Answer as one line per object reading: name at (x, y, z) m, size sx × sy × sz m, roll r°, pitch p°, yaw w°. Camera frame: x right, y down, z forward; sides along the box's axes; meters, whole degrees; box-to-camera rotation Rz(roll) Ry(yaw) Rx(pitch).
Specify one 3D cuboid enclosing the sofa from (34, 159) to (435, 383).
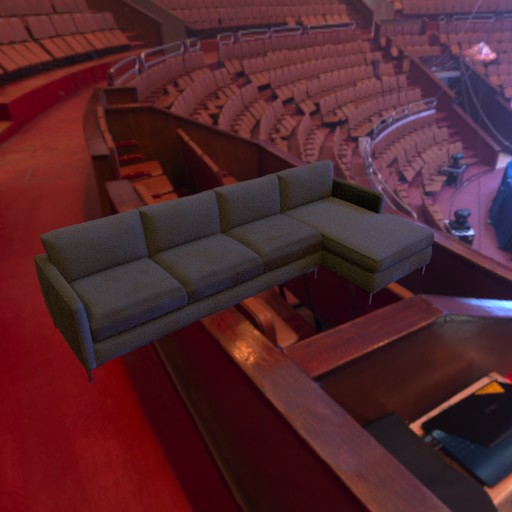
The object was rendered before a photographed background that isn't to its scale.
sofa at (0.000, 0.000, 3.237) m, size 2.725 × 0.756 × 1.255 m, roll -21°, pitch 35°, yaw -33°
